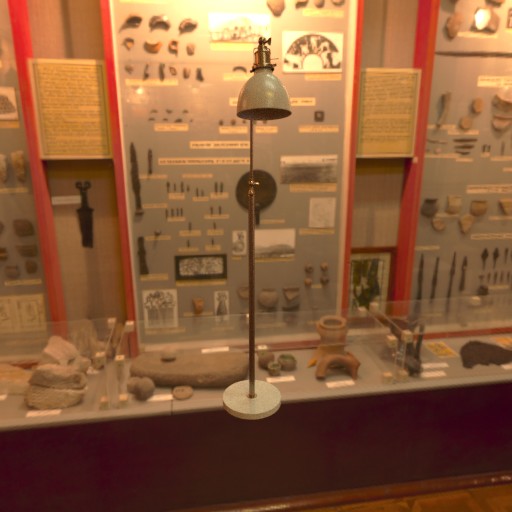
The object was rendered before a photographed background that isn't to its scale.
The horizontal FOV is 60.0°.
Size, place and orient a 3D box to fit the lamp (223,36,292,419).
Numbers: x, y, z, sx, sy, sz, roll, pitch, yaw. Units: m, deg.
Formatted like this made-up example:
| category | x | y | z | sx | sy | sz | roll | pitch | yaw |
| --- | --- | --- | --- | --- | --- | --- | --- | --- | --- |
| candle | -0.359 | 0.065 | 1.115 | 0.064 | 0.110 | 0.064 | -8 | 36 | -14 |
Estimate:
| category | x | y | z | sx | sy | sz | roll | pitch | yaw |
| --- | --- | --- | --- | --- | --- | --- | --- | --- | --- |
| lamp | 0.000 | 0.000 | 1.825 | 0.288 | 1.586 | 0.599 | -2 | 16 | -7 |
